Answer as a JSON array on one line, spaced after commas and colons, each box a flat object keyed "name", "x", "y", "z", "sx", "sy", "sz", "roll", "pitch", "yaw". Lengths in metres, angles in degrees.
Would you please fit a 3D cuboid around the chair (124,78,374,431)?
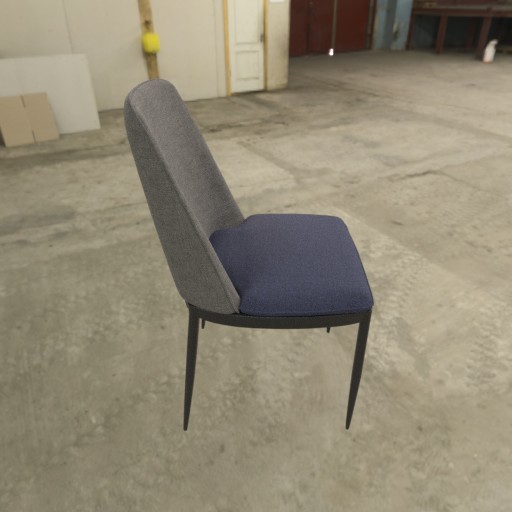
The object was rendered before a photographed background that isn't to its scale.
[{"name": "chair", "x": 0.000, "y": 0.000, "z": 1.175, "sx": 0.550, "sy": 0.855, "sz": 0.488, "roll": 0, "pitch": 30, "yaw": 0}]
